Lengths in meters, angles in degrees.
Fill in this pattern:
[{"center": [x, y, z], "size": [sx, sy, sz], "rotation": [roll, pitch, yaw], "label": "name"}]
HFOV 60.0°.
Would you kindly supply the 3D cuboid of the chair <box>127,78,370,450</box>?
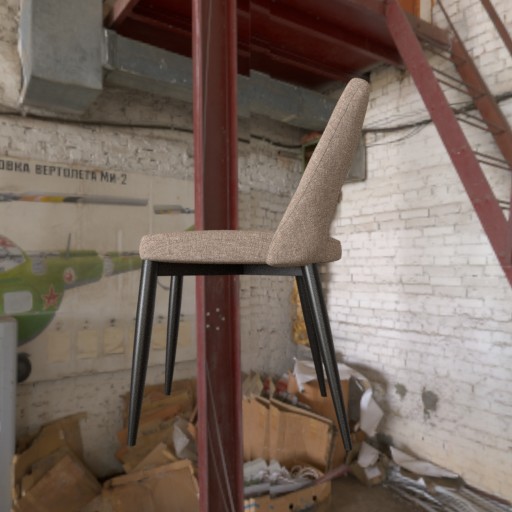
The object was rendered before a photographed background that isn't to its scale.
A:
[{"center": [0.000, 0.000, 1.276], "size": [0.612, 0.931, 0.470], "rotation": [0, -1, 1], "label": "chair"}]
